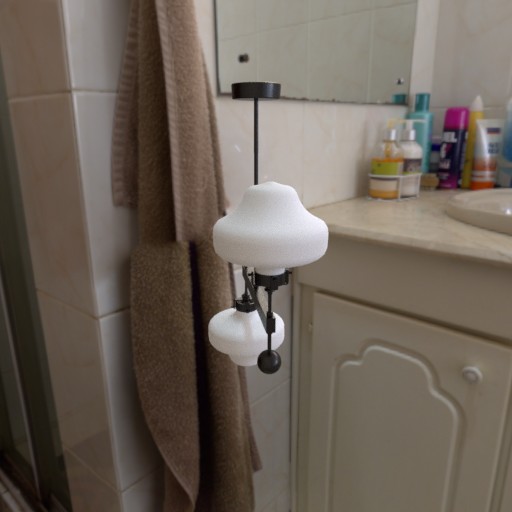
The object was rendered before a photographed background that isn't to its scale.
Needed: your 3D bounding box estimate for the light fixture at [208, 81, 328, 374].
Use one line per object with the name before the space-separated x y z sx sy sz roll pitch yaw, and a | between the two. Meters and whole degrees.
light fixture | 0.000 0.000 1.023 0.489 0.743 0.422 15 22 42
